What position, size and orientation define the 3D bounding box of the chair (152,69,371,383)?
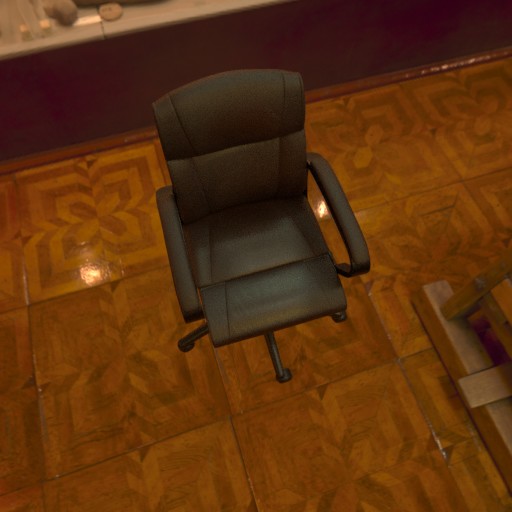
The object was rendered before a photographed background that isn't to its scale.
[{"bbox_3d":[0.000,0.000,1.545,0.739,1.004,0.717,-14,64,-7],"label":"chair"}]
